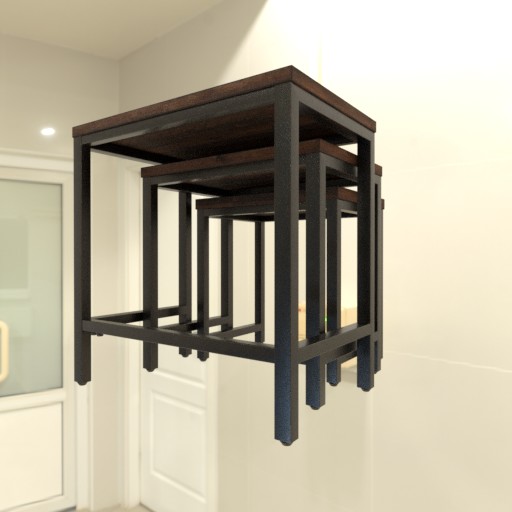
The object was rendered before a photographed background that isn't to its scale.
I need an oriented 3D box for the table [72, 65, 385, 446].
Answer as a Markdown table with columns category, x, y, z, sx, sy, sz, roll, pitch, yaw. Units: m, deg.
| category | x | y | z | sx | sy | sz | roll | pitch | yaw |
| --- | --- | --- | --- | --- | --- | --- | --- | --- | --- |
| table | 0.000 | 0.000 | 1.152 | 0.608 | 0.616 | 0.660 | 0 | 0 | 35 |
